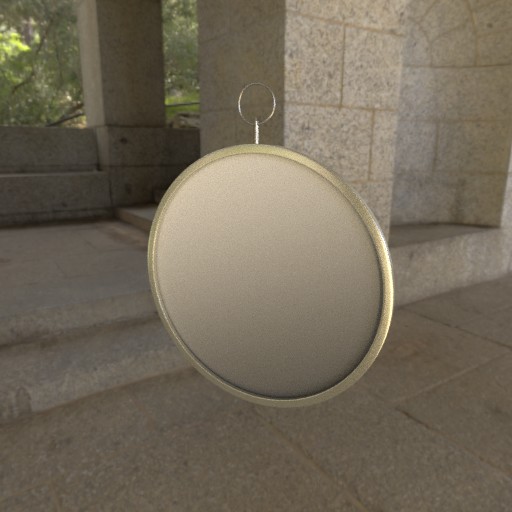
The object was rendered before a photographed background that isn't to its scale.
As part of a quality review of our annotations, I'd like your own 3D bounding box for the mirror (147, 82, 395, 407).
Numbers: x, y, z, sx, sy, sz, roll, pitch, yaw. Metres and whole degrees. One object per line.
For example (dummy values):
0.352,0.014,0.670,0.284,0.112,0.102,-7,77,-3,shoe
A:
0.000,0.000,0.969,0.594,0.713,0.020,7,16,26,mirror
